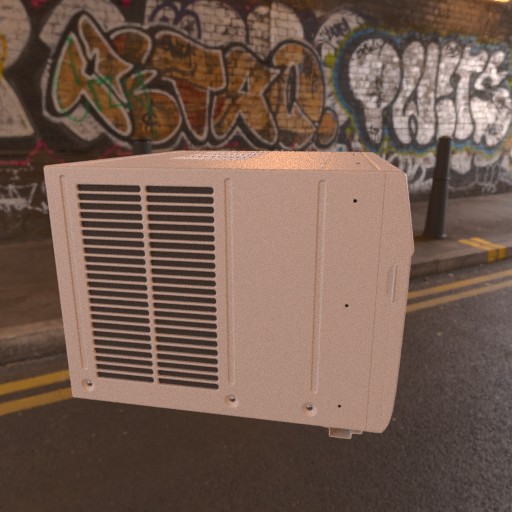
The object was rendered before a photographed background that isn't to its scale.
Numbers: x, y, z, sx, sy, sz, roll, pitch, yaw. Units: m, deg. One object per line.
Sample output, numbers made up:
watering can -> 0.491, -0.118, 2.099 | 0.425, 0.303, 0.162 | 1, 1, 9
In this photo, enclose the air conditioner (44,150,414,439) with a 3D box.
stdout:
air conditioner -> 0.000, 0.000, 1.042 | 0.599, 0.455, 0.645 | 3, 16, 10
